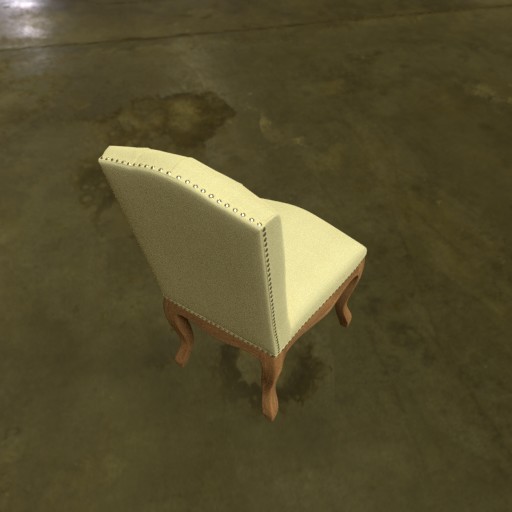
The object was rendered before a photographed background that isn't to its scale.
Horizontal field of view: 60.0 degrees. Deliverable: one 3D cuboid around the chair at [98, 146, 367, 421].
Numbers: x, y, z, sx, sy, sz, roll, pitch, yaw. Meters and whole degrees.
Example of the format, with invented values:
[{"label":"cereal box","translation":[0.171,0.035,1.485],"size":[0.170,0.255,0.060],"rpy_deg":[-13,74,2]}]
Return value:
[{"label":"chair","translation":[0.000,0.000,1.556],"size":[0.623,1.165,0.715],"rpy_deg":[24,52,21]}]
